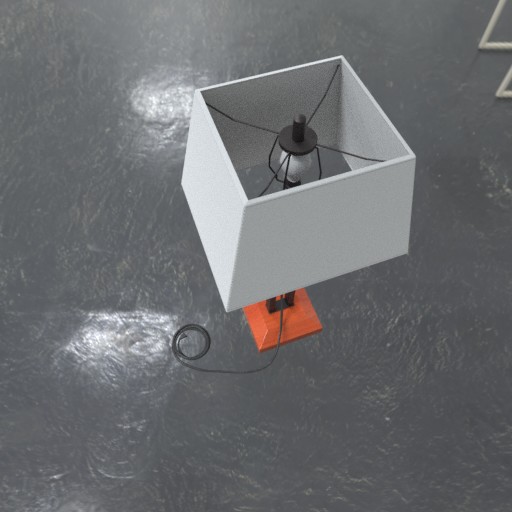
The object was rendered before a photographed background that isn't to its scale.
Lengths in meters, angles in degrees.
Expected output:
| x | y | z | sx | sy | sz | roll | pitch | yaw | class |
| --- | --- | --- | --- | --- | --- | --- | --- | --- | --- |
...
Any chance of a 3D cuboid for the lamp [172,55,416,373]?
| x | y | z | sx | sy | sz | roll | pitch | yaw | class |
| --- | --- | --- | --- | --- | --- | --- | --- | --- | --- |
| 0.000 | 0.000 | 0.963 | 0.498 | 0.737 | 0.310 | -17 | 61 | -10 | lamp |
